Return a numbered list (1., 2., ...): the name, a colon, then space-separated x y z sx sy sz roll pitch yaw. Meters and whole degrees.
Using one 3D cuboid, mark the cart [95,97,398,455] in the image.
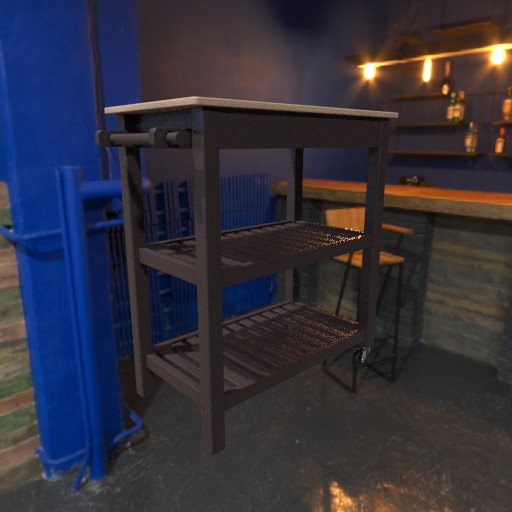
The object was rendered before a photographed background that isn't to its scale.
1. cart: 0.000 0.000 1.482 0.899 0.927 0.457 -13 19 -41
